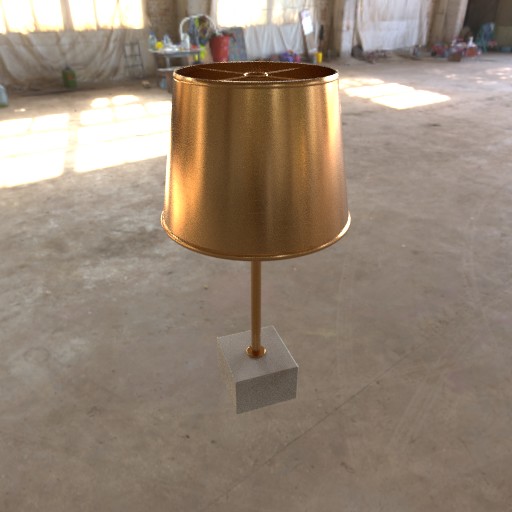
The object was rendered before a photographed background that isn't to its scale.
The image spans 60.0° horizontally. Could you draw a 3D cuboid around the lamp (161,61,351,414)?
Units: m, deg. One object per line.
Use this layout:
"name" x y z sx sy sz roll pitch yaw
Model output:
"lamp" 0.000 0.000 0.521 0.208 0.406 0.208 0 29 0
